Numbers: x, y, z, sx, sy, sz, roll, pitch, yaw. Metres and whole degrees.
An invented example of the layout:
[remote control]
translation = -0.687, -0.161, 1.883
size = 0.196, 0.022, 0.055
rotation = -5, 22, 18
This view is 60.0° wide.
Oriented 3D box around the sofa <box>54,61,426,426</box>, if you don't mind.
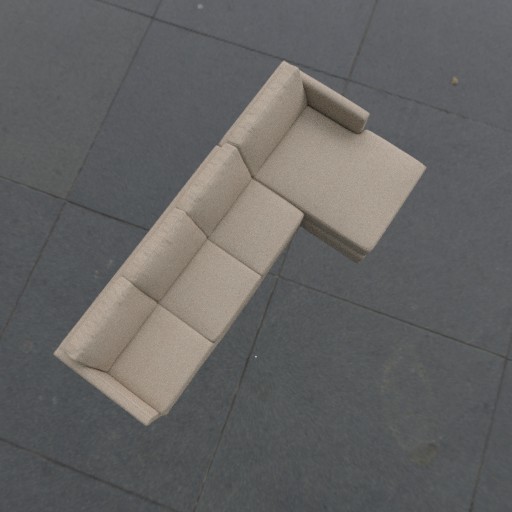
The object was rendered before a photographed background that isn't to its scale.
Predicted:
[sofa]
translation = 0.000, 0.000, 3.843
size = 1.622, 0.867, 3.177
rotation = 34, 79, 7
